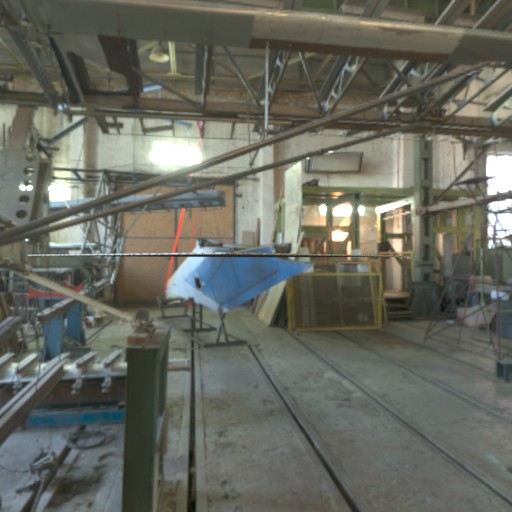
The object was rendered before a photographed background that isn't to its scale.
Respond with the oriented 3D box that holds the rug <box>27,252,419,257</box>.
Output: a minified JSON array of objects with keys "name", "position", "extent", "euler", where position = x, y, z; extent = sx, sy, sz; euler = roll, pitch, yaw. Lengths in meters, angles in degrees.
[{"name":"rug","position":[0.000,0.000,3.122],"extent":[1.526,0.008,2.441],"euler":[0,-1,37]}]
